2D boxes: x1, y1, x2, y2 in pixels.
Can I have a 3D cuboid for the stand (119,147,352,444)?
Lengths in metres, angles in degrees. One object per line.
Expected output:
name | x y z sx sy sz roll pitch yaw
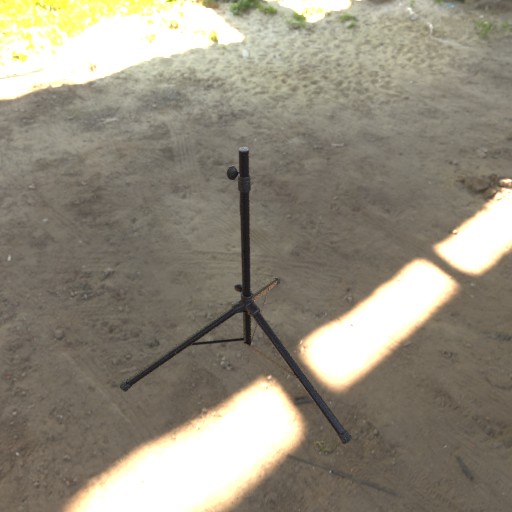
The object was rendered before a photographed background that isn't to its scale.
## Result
stand | 0.000 0.000 1.875 1.045 1.136 0.907 11 42 12
